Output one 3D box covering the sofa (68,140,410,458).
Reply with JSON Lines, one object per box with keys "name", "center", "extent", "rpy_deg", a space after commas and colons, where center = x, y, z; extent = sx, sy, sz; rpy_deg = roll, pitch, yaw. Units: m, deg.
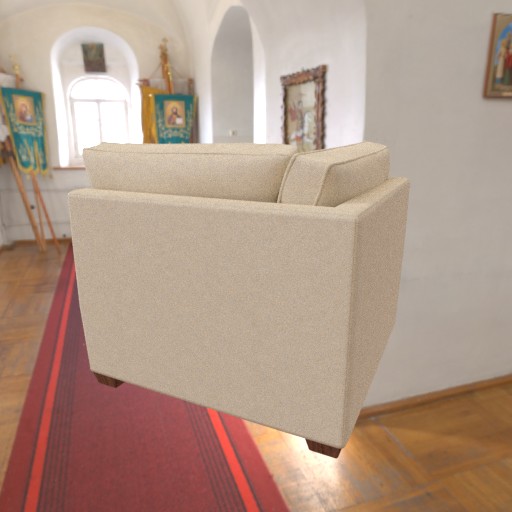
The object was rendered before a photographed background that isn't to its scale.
{"name": "sofa", "center": [0.000, 0.000, 1.986], "extent": [1.146, 1.002, 1.084], "rpy_deg": [8, 18, 25]}
